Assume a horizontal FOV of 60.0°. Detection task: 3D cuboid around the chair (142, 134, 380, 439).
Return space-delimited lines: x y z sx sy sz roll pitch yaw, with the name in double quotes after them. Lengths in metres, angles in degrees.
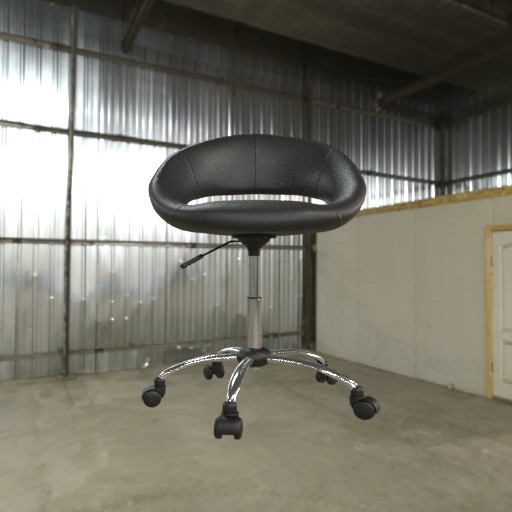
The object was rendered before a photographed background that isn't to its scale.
0.000 0.000 1.201 0.612 0.791 0.538 0 -1 0 "chair"
